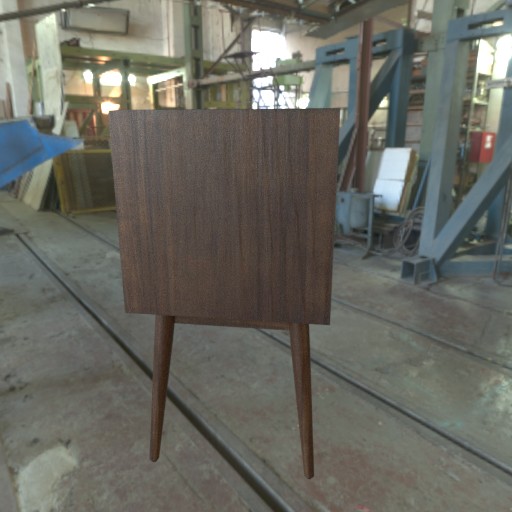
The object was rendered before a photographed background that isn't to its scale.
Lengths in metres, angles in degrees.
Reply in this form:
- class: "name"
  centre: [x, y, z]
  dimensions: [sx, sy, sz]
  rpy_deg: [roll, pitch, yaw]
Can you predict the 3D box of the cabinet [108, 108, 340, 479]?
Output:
- class: "cabinet"
  centre: [0.000, 0.000, 1.098]
  dimensions: [0.354, 0.654, 0.743]
  rpy_deg: [2, 16, 8]
